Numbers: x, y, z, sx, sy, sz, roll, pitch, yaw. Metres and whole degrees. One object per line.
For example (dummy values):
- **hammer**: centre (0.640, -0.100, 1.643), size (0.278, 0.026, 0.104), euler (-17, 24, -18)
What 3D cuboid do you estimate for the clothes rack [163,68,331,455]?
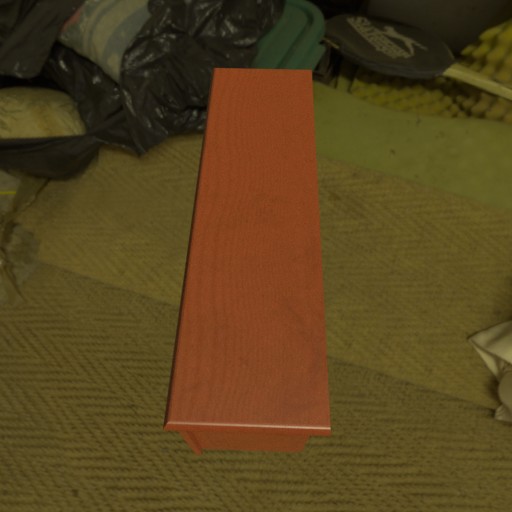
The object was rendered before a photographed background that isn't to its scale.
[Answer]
- **clothes rack**: centre (0.000, 0.000, 1.525), size (0.362, 0.594, 1.251), euler (2, 58, 1)
